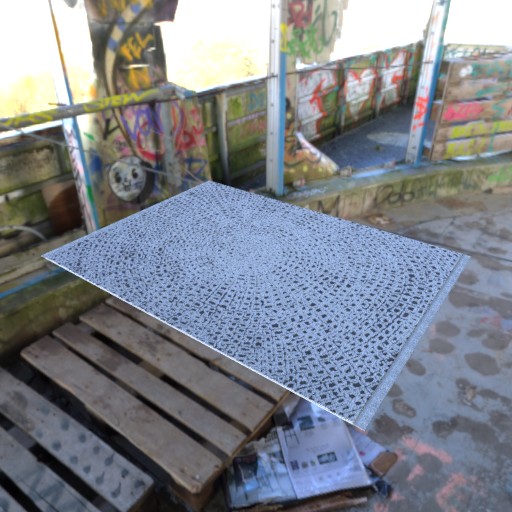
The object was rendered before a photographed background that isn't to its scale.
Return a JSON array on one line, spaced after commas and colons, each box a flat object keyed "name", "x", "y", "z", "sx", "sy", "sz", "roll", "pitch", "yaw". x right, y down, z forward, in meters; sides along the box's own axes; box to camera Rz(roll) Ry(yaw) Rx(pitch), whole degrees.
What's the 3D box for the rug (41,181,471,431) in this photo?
[{"name": "rug", "x": 0.000, "y": 0.000, "z": 2.081, "sx": 1.634, "sy": 0.003, "sz": 1.190, "roll": 21, "pitch": 37, "yaw": 30}]
